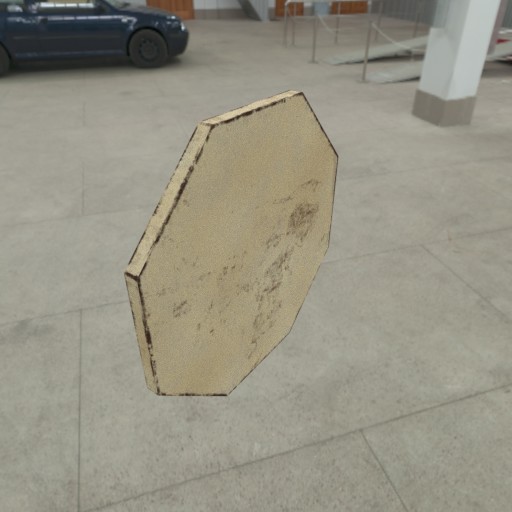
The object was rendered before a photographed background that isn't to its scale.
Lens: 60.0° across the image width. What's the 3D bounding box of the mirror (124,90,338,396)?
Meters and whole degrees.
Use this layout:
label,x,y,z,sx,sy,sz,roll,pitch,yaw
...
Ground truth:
label,x,y,z,sx,sy,sz,roll,pitch,yaw
mirror,0.000,0.000,0.973,0.031,0.648,0.648,22,40,30
